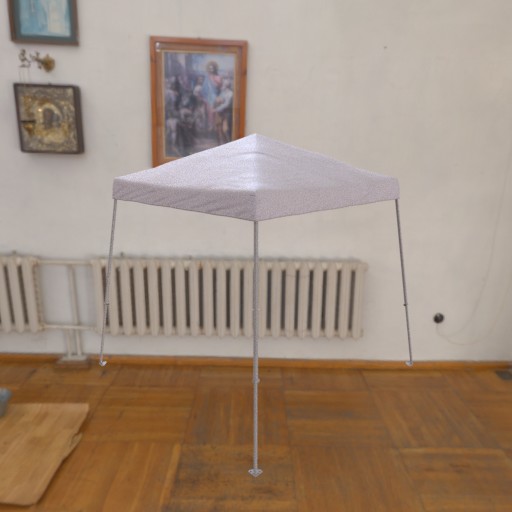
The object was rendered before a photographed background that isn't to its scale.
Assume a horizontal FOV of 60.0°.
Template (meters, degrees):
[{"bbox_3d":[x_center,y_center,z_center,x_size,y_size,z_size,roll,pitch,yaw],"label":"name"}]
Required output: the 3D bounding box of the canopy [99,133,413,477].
[{"bbox_3d":[0.000,0.000,5.348,2.849,2.850,2.850,-13,19,-43],"label":"canopy"}]
